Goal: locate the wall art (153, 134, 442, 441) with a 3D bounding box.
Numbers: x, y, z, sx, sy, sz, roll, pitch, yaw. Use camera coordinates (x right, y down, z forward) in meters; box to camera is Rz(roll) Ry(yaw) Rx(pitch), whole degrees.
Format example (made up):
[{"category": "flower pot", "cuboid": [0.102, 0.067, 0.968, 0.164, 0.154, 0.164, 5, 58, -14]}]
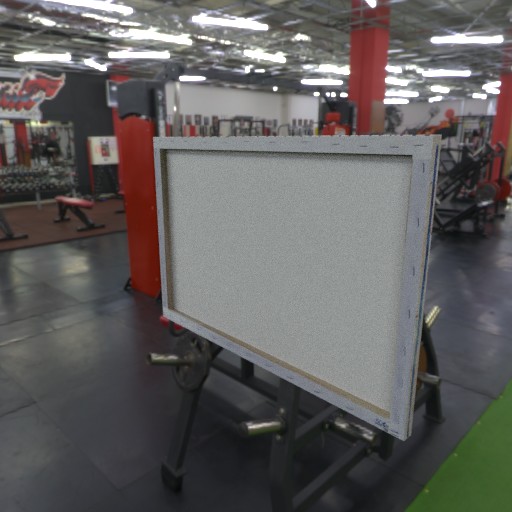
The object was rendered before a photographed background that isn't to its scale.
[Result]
[{"category": "wall art", "cuboid": [0.000, 0.000, 1.453, 0.038, 0.757, 1.143, -13, 20, -42]}]
